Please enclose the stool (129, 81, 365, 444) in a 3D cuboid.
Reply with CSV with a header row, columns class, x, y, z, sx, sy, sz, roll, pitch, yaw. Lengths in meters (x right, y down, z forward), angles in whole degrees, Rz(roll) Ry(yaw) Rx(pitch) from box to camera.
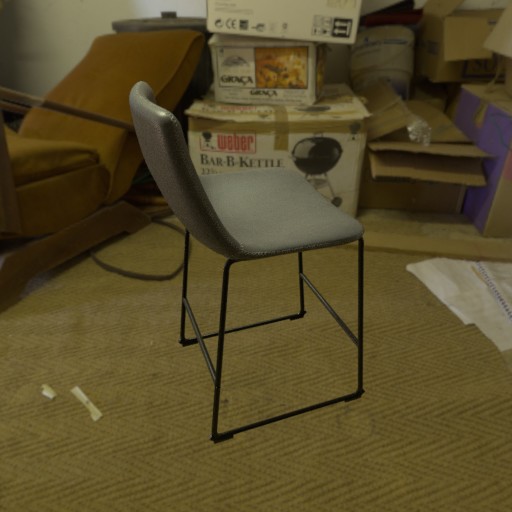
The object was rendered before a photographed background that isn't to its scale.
class,x,y,z,sx,sy,sz,roll,pitch,yaw
stool,0.000,0.000,1.199,0.546,0.876,0.470,-11,33,-17
